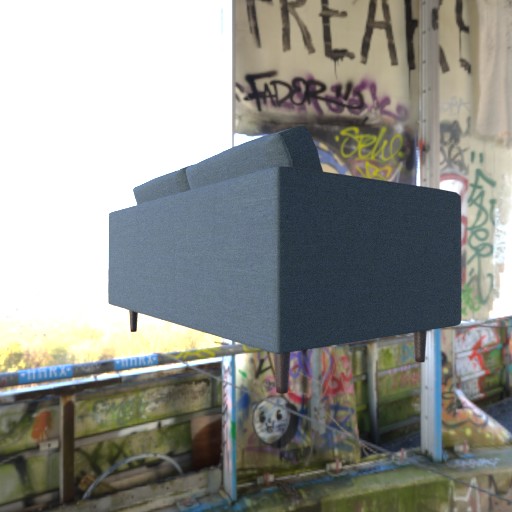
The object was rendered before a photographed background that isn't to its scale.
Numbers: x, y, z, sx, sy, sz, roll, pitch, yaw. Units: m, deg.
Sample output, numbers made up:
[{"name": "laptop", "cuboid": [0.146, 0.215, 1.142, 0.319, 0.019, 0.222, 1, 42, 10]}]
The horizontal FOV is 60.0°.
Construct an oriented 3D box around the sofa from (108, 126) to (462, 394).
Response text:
[{"name": "sofa", "cuboid": [0.000, 0.000, 2.239, 0.999, 0.907, 1.659, 0, 0, -35]}]
